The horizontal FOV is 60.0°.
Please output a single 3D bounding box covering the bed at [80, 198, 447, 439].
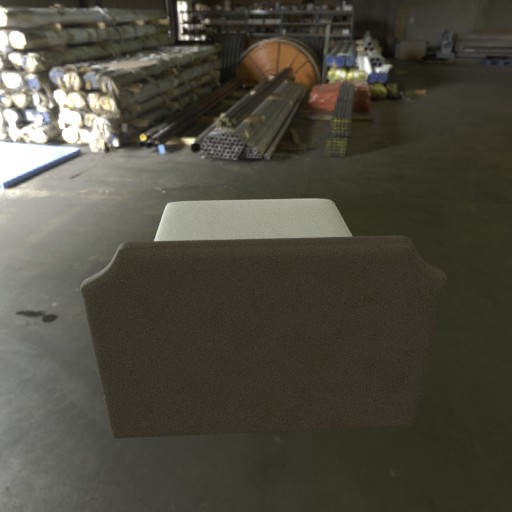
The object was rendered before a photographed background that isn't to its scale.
[{"bbox_3d":[0.000,0.000,3.309,1.831,1.297,2.181,-1,29,-3],"label":"bed"}]
